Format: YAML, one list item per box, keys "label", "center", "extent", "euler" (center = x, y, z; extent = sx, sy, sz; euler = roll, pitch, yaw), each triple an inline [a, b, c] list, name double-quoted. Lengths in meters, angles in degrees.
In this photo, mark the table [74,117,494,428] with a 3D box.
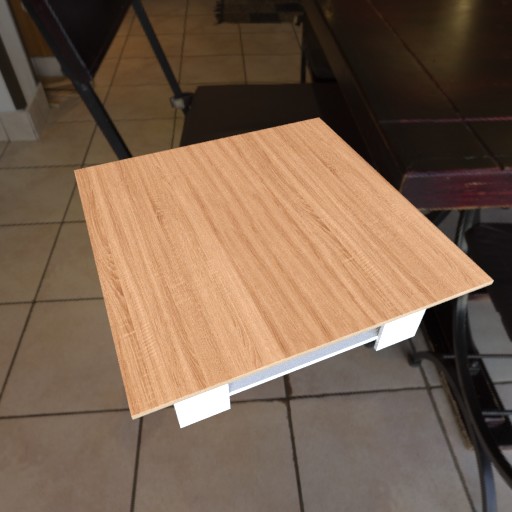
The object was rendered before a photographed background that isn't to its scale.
- label: "table"
  center: [0.000, 0.000, 1.361]
  extent: [0.890, 0.305, 0.890]
  euler: [-17, 47, -16]
